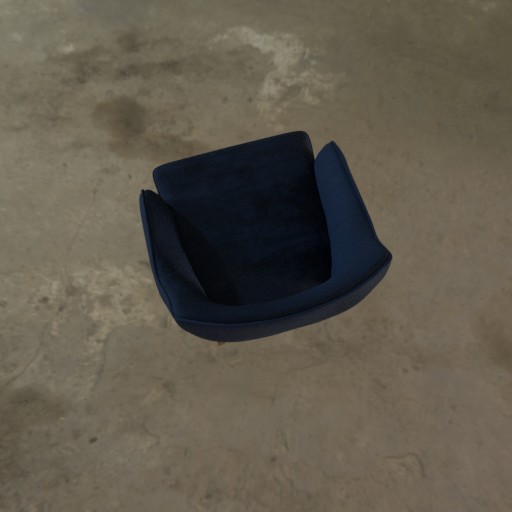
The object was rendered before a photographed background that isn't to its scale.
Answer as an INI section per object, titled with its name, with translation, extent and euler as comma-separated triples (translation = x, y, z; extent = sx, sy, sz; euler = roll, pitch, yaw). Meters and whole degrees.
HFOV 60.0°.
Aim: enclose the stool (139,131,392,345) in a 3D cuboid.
[stool]
translation = 0.000, 0.000, 1.370
extent = 0.550, 1.041, 0.560
euler = -15, 75, -4
